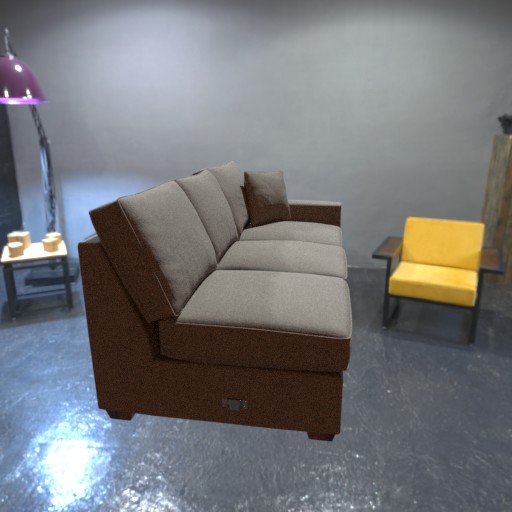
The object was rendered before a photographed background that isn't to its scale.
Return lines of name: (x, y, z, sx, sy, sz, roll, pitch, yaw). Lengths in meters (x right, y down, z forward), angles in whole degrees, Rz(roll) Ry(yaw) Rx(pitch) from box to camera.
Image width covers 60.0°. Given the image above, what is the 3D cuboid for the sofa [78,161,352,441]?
sofa: (0.000, 0.000, 2.543, 1.034, 0.946, 1.963, 3, 16, 9)
